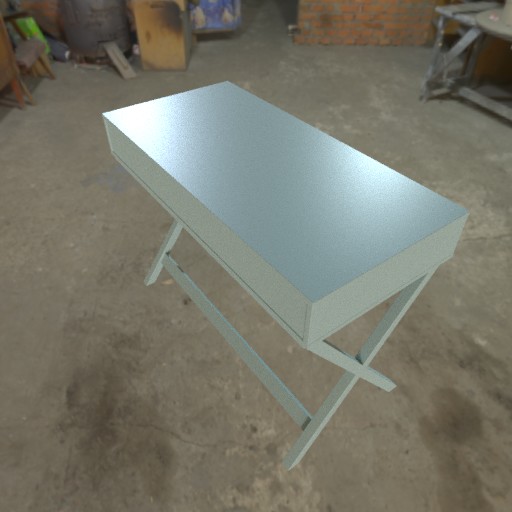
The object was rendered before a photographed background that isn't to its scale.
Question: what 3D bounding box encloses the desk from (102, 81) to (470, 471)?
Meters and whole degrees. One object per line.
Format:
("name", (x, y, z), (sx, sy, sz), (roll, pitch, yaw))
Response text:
("desk", (0.000, 0.000, 1.533), (0.509, 0.780, 1.059), (-26, 48, -26))
